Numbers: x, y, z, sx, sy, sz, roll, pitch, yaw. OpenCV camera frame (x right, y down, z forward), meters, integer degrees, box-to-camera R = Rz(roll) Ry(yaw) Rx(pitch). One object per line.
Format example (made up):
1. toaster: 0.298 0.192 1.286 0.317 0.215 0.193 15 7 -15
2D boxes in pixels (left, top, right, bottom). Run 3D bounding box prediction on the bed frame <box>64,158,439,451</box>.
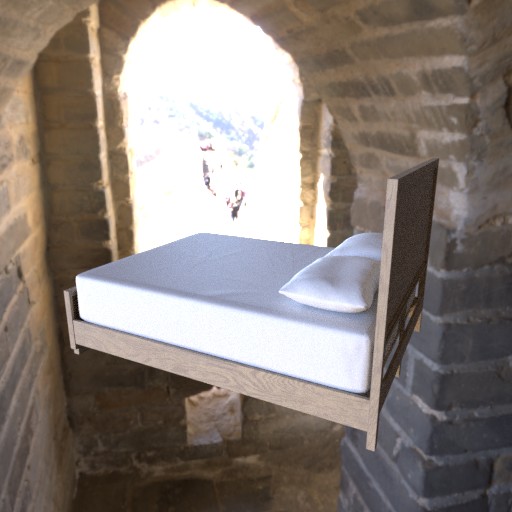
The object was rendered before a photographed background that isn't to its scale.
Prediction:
1. bed frame: 0.000 0.000 3.232 2.189 1.369 1.606 8 18 26
